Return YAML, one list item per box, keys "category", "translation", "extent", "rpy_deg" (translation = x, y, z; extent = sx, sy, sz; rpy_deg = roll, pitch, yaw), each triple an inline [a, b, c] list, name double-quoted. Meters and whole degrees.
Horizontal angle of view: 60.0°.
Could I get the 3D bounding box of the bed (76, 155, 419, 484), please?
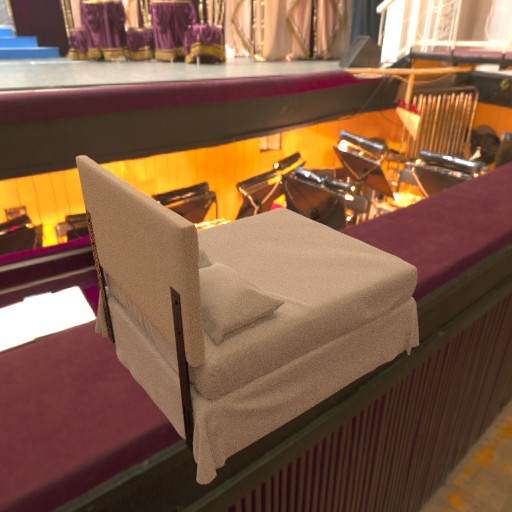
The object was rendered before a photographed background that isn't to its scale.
- category: "bed"
  translation: [0.000, 0.000, 3.501]
  extent: [2.222, 1.577, 1.936]
  rpy_deg: [-19, 32, -32]
